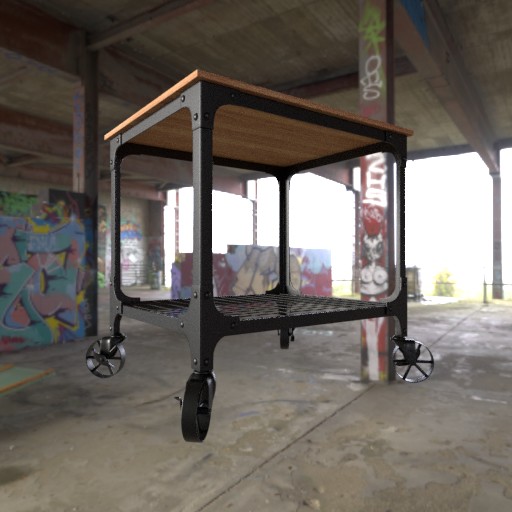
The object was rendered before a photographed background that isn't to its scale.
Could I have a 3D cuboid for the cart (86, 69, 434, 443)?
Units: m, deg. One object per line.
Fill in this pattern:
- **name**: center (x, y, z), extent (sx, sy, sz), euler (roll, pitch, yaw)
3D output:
- **cart**: center (0.000, 0.000, 1.086), extent (0.666, 0.603, 0.558), euler (0, 0, -36)
